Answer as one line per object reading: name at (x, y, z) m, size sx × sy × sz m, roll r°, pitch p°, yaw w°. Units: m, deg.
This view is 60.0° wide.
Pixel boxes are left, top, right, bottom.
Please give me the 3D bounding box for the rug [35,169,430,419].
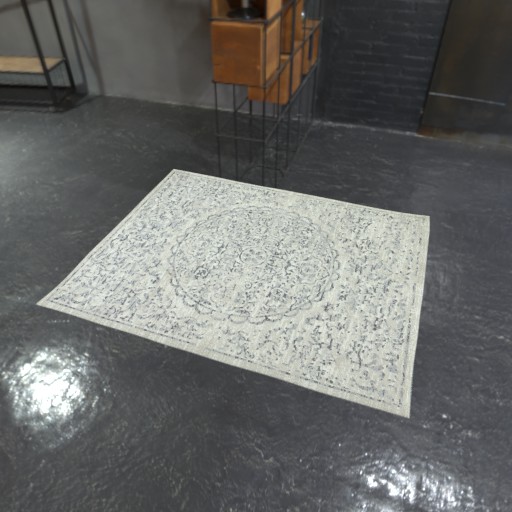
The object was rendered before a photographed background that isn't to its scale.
rug at (0.000, 0.000, 4.022) m, size 2.925 × 0.026 × 2.343 m, roll 13°, pitch 42°, yaw 15°
